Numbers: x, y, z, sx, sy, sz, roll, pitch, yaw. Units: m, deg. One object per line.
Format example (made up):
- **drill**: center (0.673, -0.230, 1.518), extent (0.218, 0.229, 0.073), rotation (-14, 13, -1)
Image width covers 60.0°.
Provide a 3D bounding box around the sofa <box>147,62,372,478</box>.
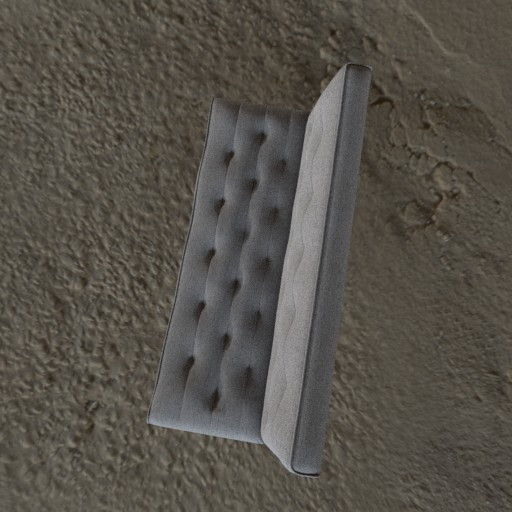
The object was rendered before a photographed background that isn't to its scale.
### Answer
- **sofa**: center (0.000, 0.000, 2.281), extent (0.810, 0.830, 1.820), rotation (9, 78, 2)
